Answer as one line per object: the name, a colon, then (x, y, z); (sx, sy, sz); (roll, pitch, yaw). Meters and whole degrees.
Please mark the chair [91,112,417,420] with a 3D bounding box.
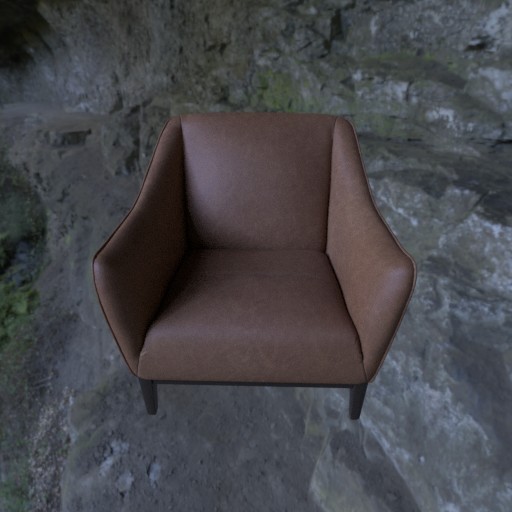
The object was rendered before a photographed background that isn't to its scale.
chair: (0.000, 0.000, 1.582); (0.871, 0.830, 0.852); (1, 30, 1)
